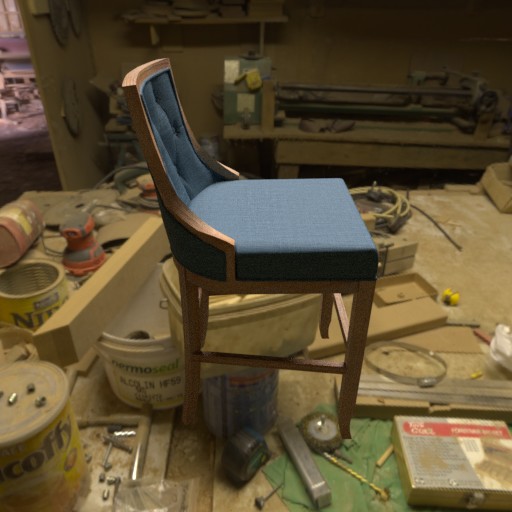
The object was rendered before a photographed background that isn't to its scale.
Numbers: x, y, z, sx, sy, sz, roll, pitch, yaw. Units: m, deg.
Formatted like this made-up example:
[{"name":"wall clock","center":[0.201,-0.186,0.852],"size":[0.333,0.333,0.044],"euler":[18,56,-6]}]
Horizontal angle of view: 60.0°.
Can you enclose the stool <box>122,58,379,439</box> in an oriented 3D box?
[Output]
[{"name":"stool","center":[0.000,0.000,1.399],"size":[0.626,1.101,0.524],"euler":[0,31,0]}]
